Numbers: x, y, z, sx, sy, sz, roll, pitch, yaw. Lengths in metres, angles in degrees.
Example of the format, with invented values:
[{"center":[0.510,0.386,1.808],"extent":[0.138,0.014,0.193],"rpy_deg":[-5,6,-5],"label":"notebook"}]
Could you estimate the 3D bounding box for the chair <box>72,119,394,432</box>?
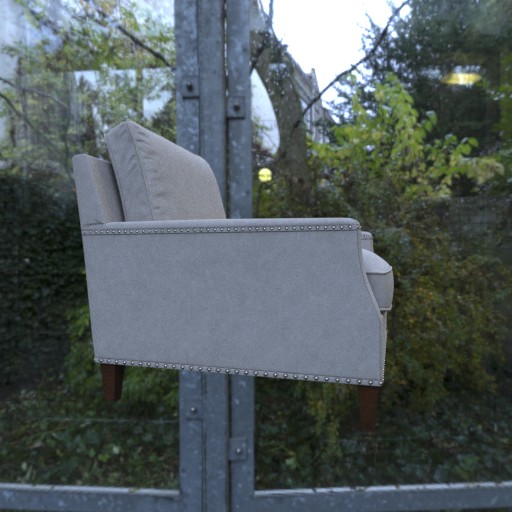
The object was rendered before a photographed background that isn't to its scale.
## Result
[{"center":[0.000,0.000,1.707],"extent":[1.014,0.943,0.853],"rpy_deg":[0,0,17],"label":"chair"}]
